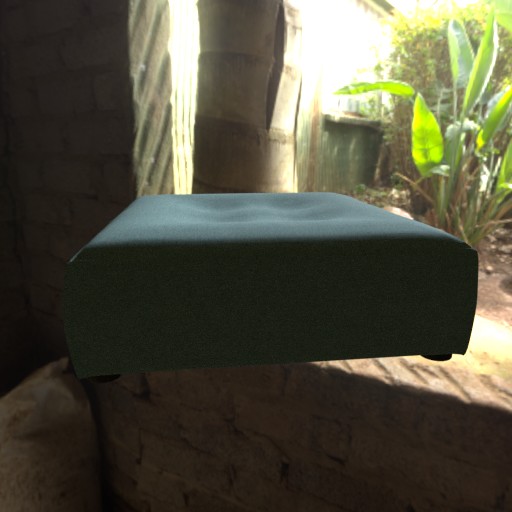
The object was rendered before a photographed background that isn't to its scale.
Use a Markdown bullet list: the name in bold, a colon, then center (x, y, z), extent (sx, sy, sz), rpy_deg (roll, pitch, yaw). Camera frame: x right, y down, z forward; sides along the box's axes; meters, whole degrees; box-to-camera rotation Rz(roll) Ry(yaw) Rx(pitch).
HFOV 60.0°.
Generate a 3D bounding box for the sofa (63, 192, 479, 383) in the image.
- **sofa**: center (0.000, 0.000, 1.429), extent (0.930, 0.330, 0.930), rpy_deg (-2, 15, -7)
